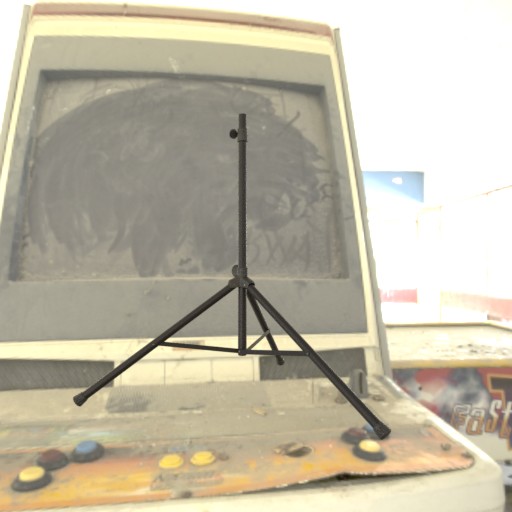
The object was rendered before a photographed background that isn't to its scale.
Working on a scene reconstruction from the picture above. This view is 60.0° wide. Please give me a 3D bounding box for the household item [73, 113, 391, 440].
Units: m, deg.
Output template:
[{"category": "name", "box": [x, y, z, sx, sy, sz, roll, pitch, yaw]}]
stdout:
[{"category": "household item", "box": [0.000, 0.000, 2.708, 1.596, 1.595, 1.339, -1, -2, 18]}]
